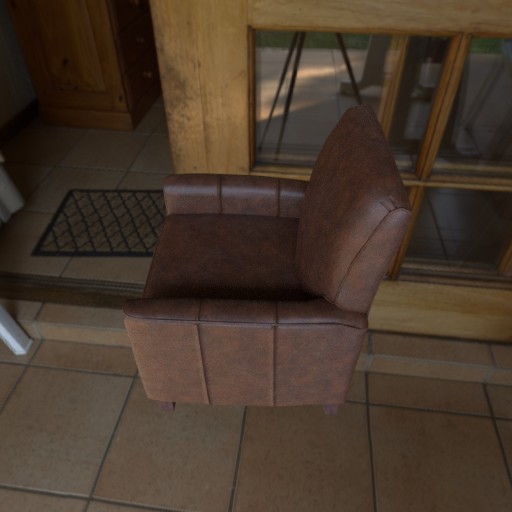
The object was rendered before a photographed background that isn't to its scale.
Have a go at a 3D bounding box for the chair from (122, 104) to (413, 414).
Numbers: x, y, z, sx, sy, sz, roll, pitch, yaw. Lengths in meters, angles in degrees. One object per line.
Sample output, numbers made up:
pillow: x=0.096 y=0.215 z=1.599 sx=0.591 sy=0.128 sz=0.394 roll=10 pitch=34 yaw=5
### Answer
chair: x=0.000 y=0.000 z=1.697 sx=0.850 sy=1.010 sz=0.839 roll=1 pitch=42 yaw=1
